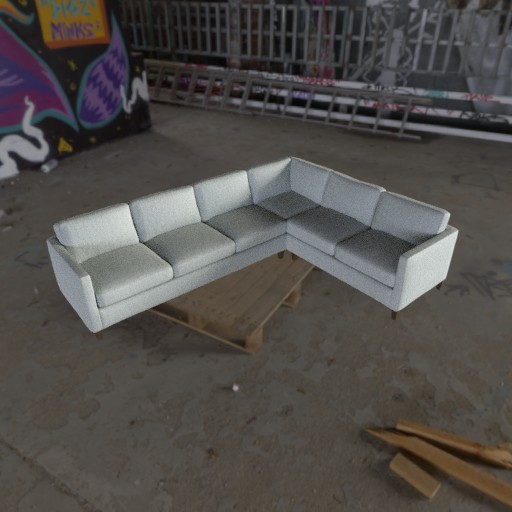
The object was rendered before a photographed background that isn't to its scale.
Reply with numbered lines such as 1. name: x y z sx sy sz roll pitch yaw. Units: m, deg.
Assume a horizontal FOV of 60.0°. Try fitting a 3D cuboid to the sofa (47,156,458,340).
1. sofa: 0.000 0.000 4.516 3.333 0.934 2.522 -23 38 -33
